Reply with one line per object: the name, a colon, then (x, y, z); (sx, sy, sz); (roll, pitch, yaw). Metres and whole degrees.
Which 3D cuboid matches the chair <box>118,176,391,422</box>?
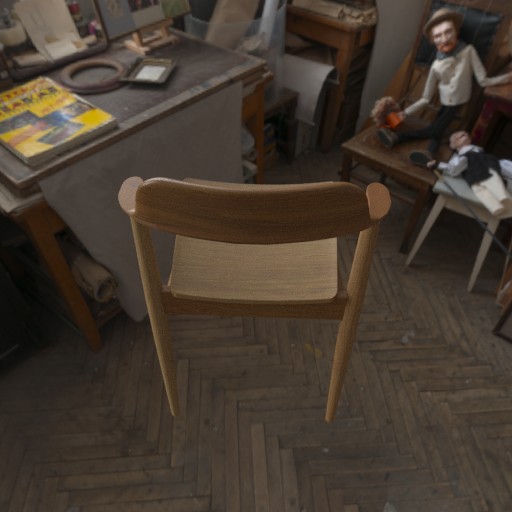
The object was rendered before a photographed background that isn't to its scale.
chair: (0.000, 0.000, 1.104); (0.512, 0.792, 0.499); (2, 47, 2)
